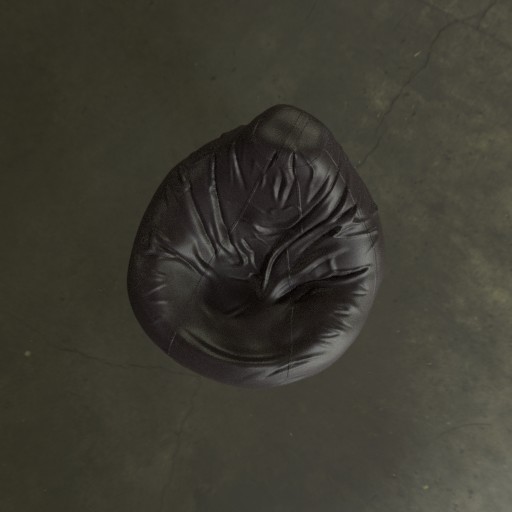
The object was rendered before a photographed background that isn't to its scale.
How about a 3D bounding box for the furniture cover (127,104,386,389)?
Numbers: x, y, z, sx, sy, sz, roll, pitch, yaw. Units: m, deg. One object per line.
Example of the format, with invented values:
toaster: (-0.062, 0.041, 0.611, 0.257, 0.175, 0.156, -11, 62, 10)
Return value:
furniture cover: (0.000, 0.000, 1.838, 1.070, 0.990, 1.070, 21, 76, 6)
